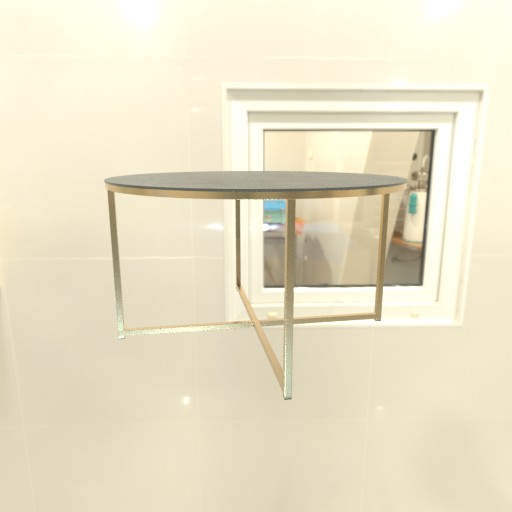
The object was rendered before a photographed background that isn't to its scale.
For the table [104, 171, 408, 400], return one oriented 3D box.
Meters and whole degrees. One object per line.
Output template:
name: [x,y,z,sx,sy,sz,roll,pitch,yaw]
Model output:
table: [0.000,0.000,1.282,0.800,0.450,0.800,0,13,0]
